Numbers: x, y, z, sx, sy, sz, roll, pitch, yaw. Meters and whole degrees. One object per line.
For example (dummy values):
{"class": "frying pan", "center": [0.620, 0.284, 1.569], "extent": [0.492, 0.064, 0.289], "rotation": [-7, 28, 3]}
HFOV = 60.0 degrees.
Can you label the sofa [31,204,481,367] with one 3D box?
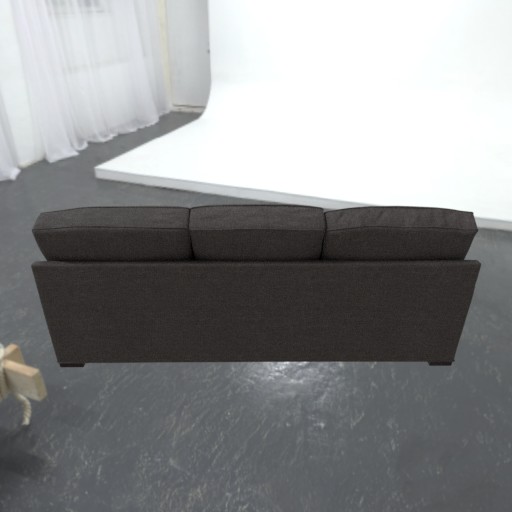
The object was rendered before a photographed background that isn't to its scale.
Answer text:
{"class": "sofa", "center": [0.000, 0.000, 2.839], "extent": [2.369, 0.978, 1.004], "rotation": [0, 29, 0]}
